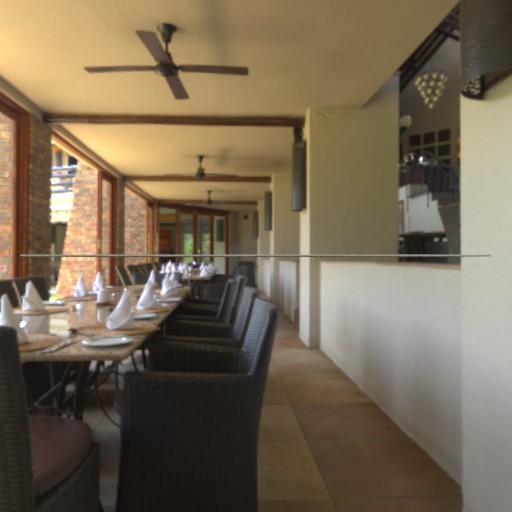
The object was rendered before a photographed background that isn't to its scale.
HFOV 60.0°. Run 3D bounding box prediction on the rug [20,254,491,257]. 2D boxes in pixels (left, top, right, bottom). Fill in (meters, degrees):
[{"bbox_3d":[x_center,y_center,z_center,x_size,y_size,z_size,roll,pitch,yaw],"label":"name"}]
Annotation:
[{"bbox_3d":[0.000,0.000,2.665,2.435,0.009,0.750,0,0,0],"label":"rug"}]
